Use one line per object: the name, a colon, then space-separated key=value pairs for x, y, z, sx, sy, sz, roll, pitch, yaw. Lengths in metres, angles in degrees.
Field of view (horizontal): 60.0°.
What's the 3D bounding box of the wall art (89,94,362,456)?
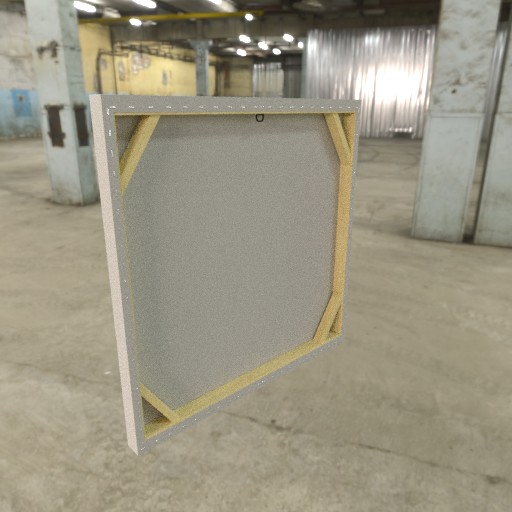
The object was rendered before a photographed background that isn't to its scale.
wall art: x=0.000 y=0.000 z=0.907 sx=0.610 sy=0.610 sz=0.038 roll=-16 pitch=24 yaw=-40
